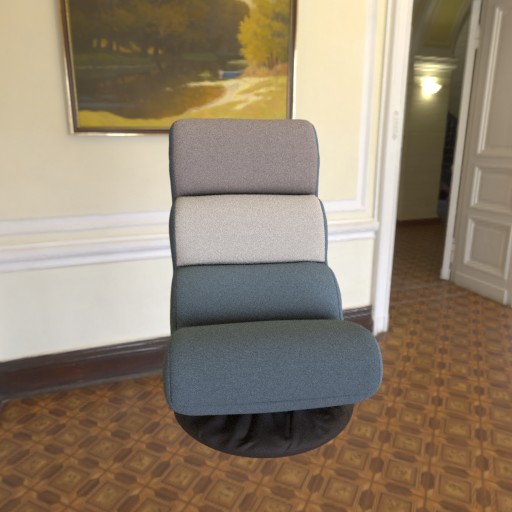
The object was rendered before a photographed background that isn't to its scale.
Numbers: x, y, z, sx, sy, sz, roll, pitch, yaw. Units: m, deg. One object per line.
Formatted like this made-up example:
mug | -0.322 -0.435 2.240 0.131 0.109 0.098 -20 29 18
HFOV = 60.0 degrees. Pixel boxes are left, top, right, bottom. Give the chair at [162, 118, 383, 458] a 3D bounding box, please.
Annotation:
chair | 0.000 0.000 1.051 0.420 0.641 0.661 -2 16 -7
